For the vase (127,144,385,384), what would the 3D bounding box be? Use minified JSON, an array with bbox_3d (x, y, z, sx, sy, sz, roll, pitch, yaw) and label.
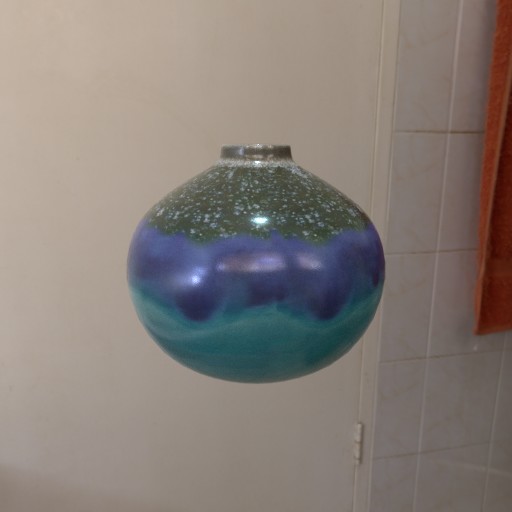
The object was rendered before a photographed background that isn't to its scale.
[{"bbox_3d":[0.000,0.000,0.272,0.154,0.133,0.154,0,14,0],"label":"vase"}]
